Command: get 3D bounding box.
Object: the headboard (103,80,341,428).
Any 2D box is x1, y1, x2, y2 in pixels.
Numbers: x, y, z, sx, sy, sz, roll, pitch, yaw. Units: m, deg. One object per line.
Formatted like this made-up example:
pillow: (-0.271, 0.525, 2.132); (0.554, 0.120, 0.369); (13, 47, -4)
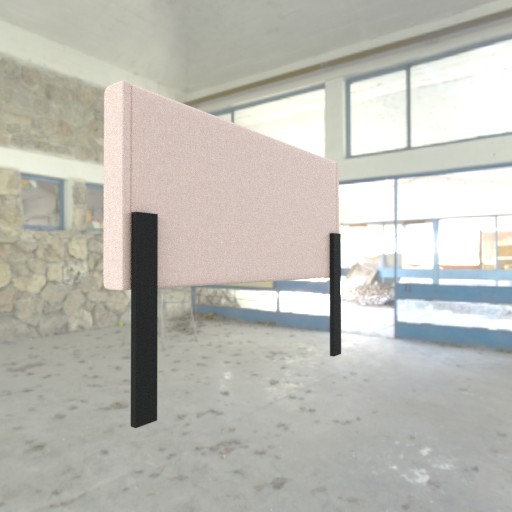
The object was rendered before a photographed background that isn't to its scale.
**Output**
headboard: (0.000, 0.000, 2.775); (0.184, 1.524, 2.051); (-1, -1, 38)
